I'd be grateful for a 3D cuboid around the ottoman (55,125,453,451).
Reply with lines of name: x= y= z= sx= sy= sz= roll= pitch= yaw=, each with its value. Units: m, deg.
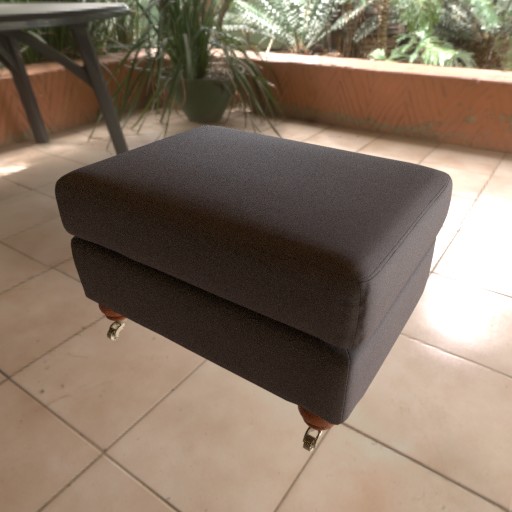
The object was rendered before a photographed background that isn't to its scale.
ottoman: x=0.000 y=0.000 z=1.115 sx=0.773 sy=0.497 sz=0.574 roll=19 pitch=36 yaw=28
